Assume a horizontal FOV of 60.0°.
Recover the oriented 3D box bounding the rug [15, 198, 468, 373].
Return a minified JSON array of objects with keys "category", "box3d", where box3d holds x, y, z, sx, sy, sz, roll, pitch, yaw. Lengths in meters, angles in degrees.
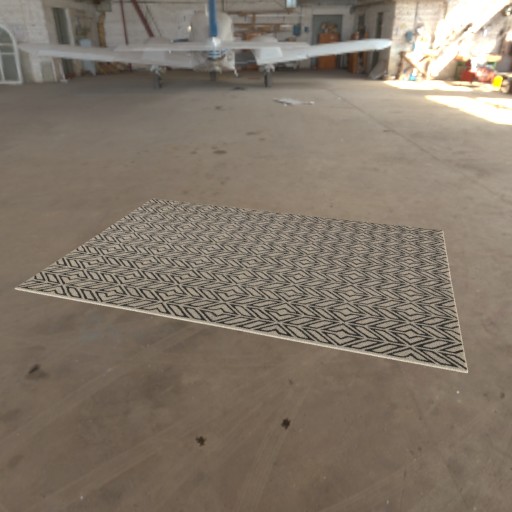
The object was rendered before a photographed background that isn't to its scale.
[{"category":"rug","box3d":[0.000,0.000,2.213,1.828,0.007,1.220,8,28,15]}]
